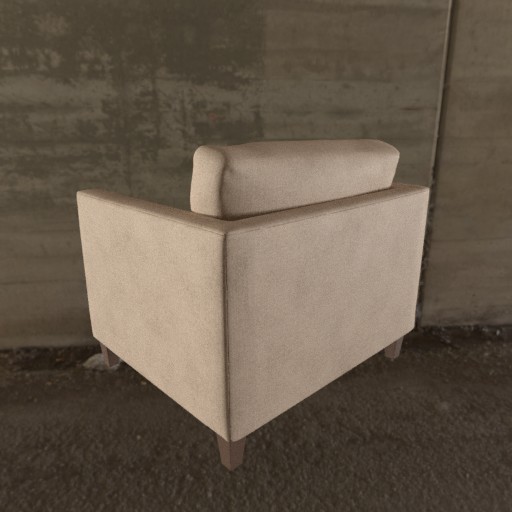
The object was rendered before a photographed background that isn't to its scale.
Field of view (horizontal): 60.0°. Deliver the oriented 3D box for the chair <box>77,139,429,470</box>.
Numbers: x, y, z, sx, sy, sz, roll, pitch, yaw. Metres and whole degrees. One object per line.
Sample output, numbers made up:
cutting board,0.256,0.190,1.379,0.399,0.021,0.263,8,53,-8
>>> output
chair,0.000,0.000,1.860,1.133,0.961,0.959,-16,23,-41
